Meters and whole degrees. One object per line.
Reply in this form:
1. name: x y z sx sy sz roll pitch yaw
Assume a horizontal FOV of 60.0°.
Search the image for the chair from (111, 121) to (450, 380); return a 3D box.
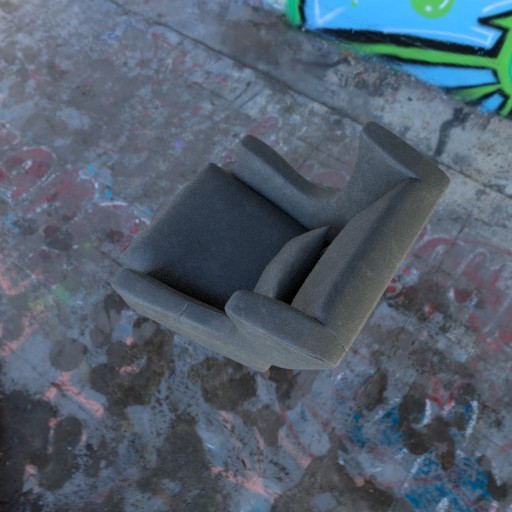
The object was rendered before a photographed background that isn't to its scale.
1. chair: 0.000 0.000 1.701 0.926 1.016 0.853 32 67 15
